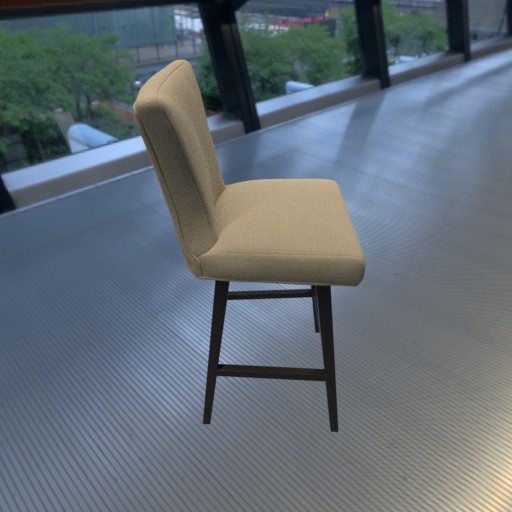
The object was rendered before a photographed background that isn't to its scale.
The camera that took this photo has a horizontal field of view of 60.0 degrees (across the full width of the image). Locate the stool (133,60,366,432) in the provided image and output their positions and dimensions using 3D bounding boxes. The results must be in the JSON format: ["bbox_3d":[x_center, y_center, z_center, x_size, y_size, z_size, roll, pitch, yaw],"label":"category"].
[{"bbox_3d":[0.000,0.000,1.412,0.574,1.086,0.514,0,33,0],"label":"stool"}]
